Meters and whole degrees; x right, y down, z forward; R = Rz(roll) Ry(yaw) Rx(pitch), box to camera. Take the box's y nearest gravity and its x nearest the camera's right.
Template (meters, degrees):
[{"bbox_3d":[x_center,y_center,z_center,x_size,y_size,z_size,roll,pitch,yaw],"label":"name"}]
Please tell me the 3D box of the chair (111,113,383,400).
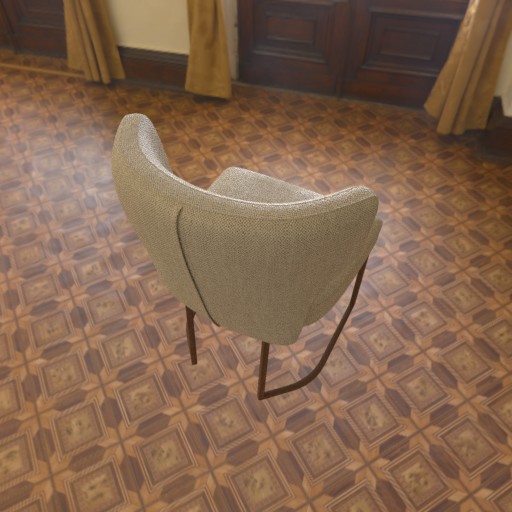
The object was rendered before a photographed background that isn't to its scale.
[{"bbox_3d":[0.000,0.000,1.254,0.611,0.824,0.617,22,52,19],"label":"chair"}]
